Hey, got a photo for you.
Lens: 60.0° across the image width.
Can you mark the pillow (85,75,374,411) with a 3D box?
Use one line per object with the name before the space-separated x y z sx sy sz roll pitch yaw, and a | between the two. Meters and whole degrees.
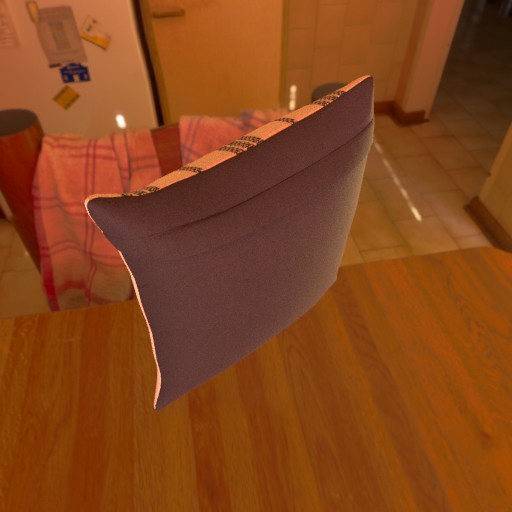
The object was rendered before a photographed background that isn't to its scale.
pillow | 0.000 0.000 0.626 0.405 0.406 0.173 -32 54 -27
